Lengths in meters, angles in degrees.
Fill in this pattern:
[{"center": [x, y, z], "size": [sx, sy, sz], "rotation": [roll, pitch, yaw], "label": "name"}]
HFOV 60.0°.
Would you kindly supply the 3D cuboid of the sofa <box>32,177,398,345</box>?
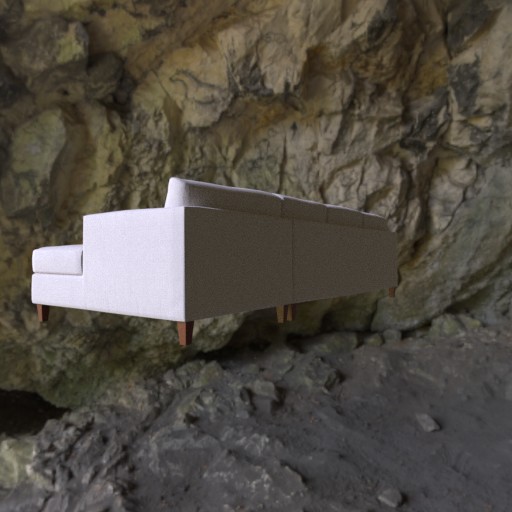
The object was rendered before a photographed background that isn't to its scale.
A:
[{"center": [0.000, 0.000, 4.183], "size": [1.599, 0.954, 3.471], "rotation": [0, 0, 36], "label": "sofa"}]
